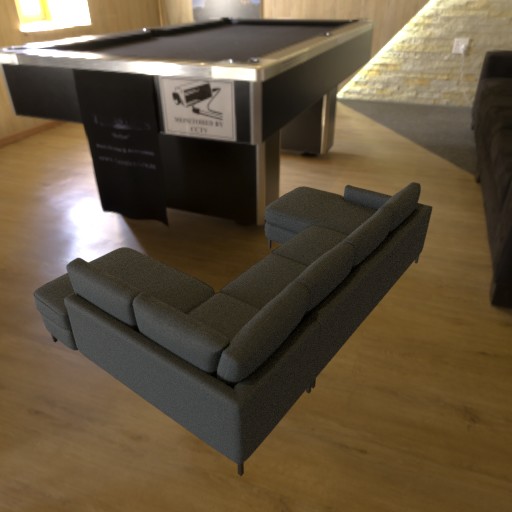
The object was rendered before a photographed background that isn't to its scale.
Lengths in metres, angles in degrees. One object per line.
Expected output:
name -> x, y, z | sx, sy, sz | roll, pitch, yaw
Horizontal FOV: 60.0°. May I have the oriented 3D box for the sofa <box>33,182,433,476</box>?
sofa -> 0.000, 0.000, 3.795 | 1.984, 0.858, 2.975 | 22, 38, 31
